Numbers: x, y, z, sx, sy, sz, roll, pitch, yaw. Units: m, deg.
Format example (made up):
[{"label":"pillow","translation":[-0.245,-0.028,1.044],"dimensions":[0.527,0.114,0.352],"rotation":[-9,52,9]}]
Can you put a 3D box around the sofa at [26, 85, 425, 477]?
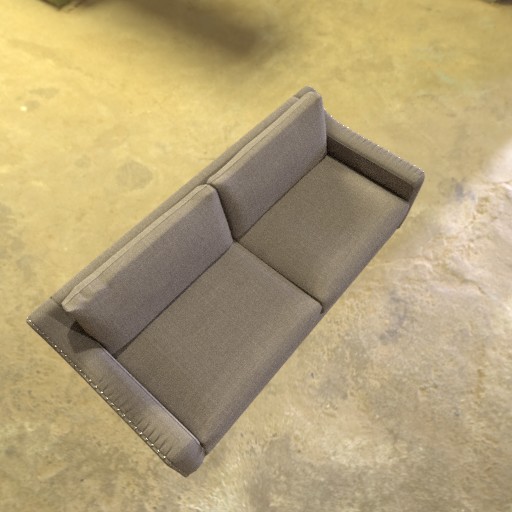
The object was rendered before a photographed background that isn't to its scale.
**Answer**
[{"label":"sofa","translation":[0.000,0.000,2.589],"dimensions":[1.000,0.857,2.208],"rotation":[36,66,19]}]
